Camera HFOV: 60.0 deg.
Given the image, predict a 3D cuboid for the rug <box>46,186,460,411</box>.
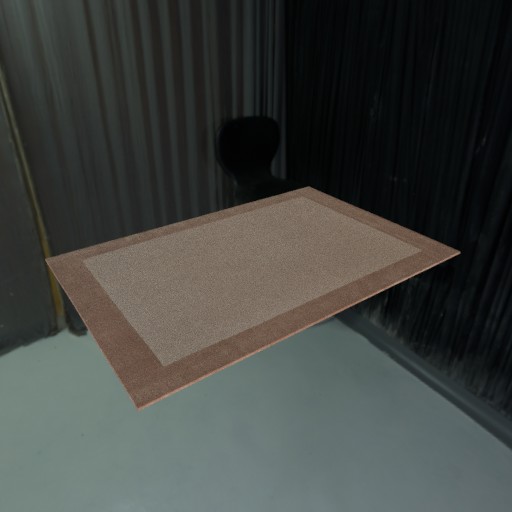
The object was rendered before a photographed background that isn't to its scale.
[{"bbox_3d":[0.000,0.000,2.343,1.829,0.014,1.219,-19,35,-31],"label":"rug"}]
